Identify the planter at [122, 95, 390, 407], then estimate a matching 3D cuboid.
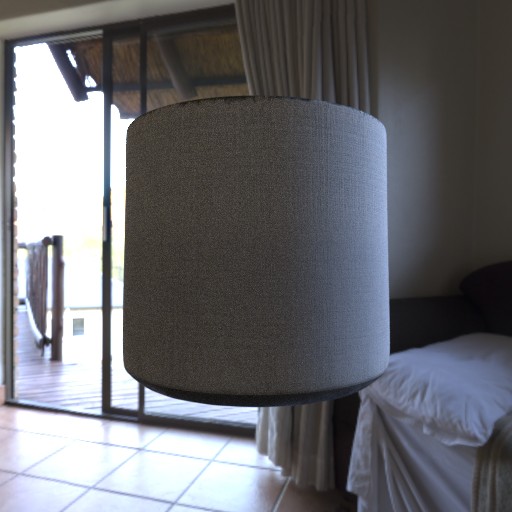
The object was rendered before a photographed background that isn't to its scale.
[{"bbox_3d":[0.000,0.000,0.383,0.221,0.201,0.221,0,-1,0],"label":"planter"}]
